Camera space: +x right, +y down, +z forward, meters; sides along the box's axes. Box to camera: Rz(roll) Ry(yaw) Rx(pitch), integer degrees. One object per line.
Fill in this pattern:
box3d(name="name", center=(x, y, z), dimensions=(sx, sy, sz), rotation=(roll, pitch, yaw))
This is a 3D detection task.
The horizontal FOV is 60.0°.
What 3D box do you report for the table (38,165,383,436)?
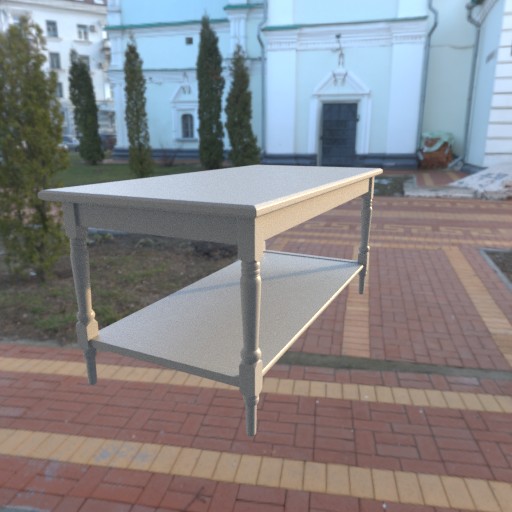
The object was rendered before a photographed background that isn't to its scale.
box3d(name="table", center=(0.000, 0.000, 1.424), dimensions=(0.551, 0.506, 1.109), rotation=(7, 17, 25))
